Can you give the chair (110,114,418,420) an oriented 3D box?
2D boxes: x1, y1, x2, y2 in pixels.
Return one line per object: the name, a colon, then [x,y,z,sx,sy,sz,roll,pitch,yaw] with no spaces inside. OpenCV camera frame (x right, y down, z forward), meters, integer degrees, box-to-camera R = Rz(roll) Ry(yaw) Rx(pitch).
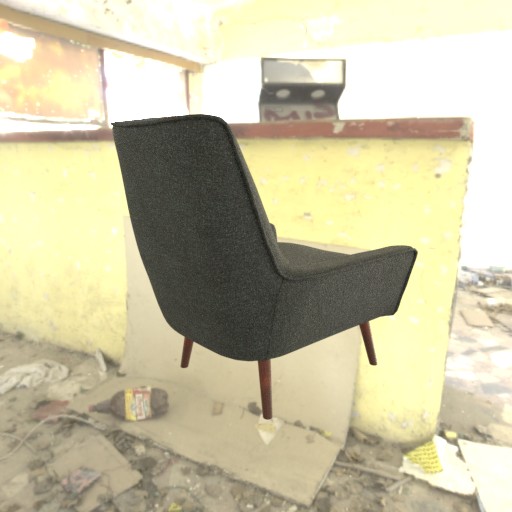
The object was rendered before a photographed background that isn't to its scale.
chair: [0.000,0.000,1.518,0.859,0.883,0.763,-13,19,-42]
